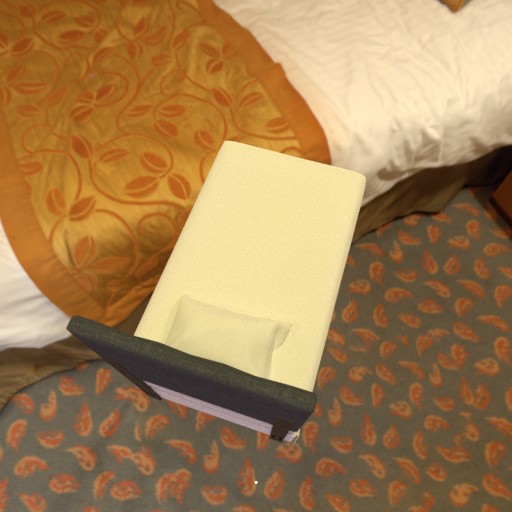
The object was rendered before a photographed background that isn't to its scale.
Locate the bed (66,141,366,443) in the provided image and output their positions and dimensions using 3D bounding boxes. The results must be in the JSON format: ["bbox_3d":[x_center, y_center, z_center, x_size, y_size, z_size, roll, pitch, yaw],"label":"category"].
[{"bbox_3d":[0.000,0.000,2.982,1.261,1.571,1.997,16,64,8],"label":"bed"}]
